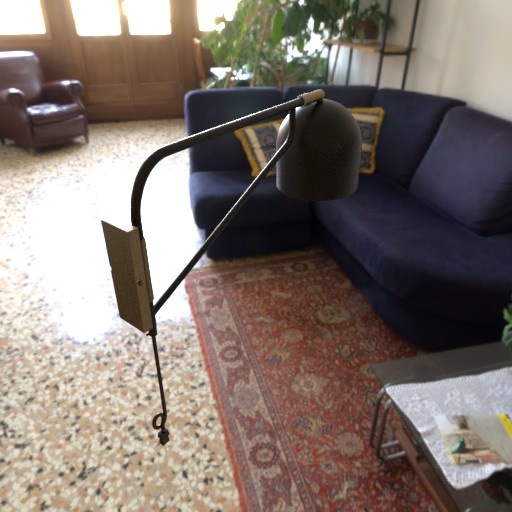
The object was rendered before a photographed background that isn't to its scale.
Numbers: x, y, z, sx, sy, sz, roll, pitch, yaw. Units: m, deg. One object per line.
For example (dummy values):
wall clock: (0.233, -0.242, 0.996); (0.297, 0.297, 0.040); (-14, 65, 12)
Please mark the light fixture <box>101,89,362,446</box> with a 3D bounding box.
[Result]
light fixture: (0.000, 0.000, 1.063); (0.215, 0.696, 0.720); (23, 37, 33)
